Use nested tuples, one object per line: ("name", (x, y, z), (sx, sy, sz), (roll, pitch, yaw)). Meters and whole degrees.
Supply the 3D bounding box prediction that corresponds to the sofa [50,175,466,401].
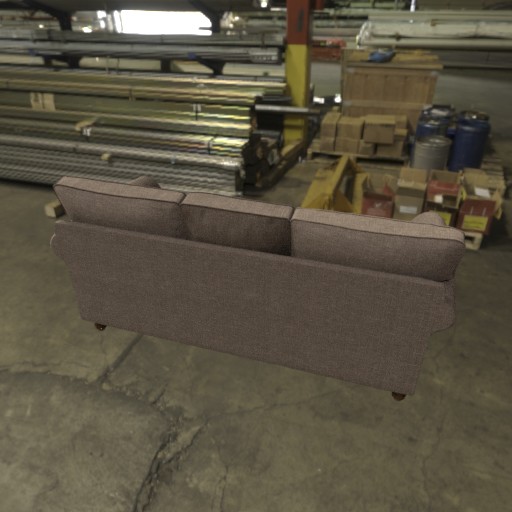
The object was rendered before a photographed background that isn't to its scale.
("sofa", (0.000, 0.000, 2.573), (2.084, 0.961, 0.916), (9, 32, 15))
